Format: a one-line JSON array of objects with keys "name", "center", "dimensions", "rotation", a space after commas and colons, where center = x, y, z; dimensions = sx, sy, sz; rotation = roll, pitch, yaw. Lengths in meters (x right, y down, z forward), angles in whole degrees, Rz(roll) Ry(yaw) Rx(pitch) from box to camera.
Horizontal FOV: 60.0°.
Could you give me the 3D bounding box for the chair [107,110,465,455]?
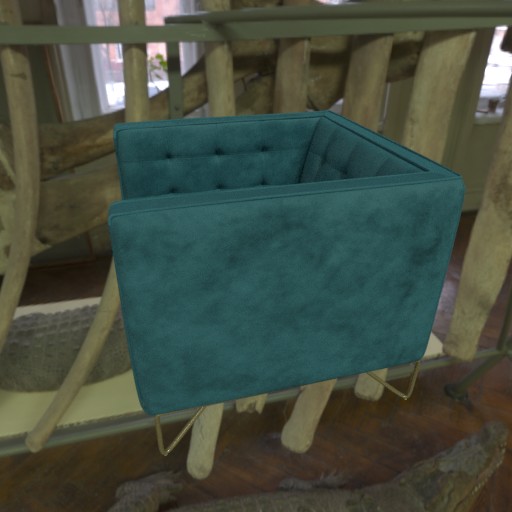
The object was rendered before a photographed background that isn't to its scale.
[{"name": "chair", "center": [0.000, 0.000, 1.549], "dimensions": [0.894, 0.790, 0.880], "rotation": [-7, 30, -13]}]
